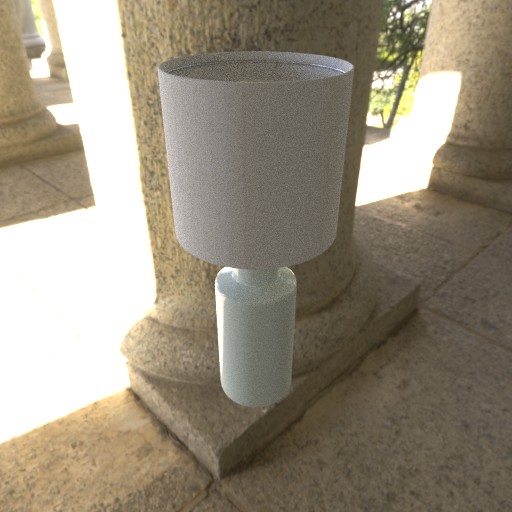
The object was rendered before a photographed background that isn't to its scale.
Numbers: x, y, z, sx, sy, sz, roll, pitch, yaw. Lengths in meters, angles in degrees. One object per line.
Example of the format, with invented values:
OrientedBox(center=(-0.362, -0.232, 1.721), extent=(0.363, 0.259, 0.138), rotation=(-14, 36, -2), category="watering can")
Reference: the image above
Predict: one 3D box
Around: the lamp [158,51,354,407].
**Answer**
OrientedBox(center=(0.000, 0.000, 0.614), extent=(0.212, 0.493, 0.212), rotation=(9, 33, 14), category="lamp")
